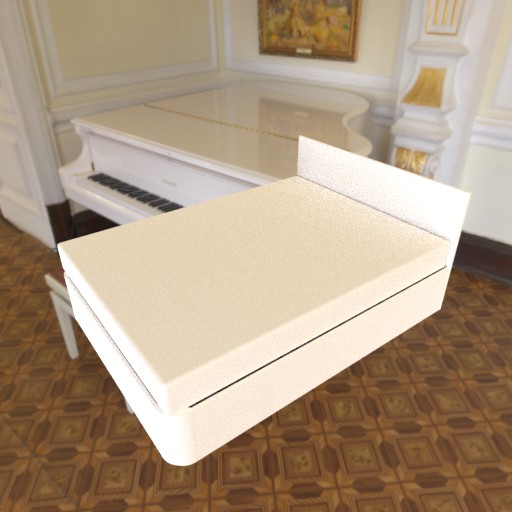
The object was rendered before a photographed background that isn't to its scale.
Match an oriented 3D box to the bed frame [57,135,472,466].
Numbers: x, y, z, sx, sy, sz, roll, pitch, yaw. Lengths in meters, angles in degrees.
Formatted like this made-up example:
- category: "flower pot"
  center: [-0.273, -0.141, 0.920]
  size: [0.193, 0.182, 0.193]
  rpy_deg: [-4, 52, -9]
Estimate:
- category: "bed frame"
  center: [0.000, 0.000, 2.624]
  size: [1.900, 0.800, 1.400]
  rpy_deg: [-21, 37, -31]
